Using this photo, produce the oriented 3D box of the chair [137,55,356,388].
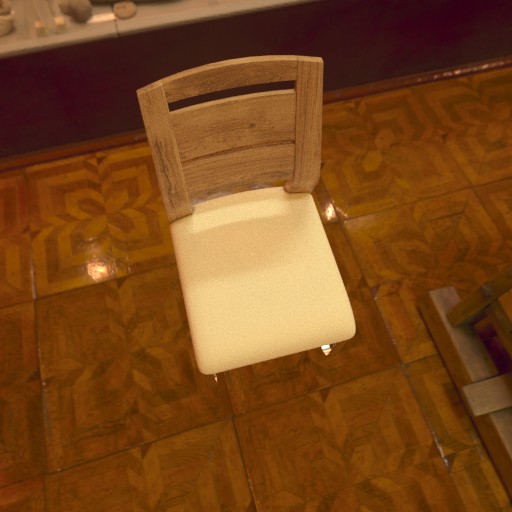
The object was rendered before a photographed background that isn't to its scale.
[{"bbox_3d":[0.000,0.000,1.283,0.457,0.955,0.561,-13,64,-6],"label":"chair"}]
